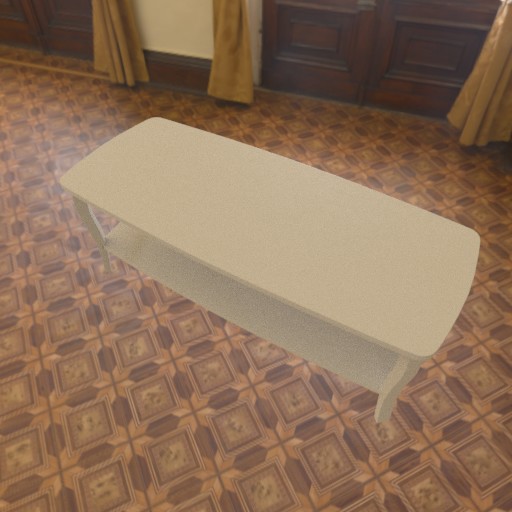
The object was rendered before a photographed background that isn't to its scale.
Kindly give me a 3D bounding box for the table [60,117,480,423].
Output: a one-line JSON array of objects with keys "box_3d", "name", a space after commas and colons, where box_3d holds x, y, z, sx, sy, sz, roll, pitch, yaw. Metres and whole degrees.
[{"box_3d": [0.000, 0.000, 1.589, 1.334, 0.474, 0.561, 25, 52, 21], "name": "table"}]
